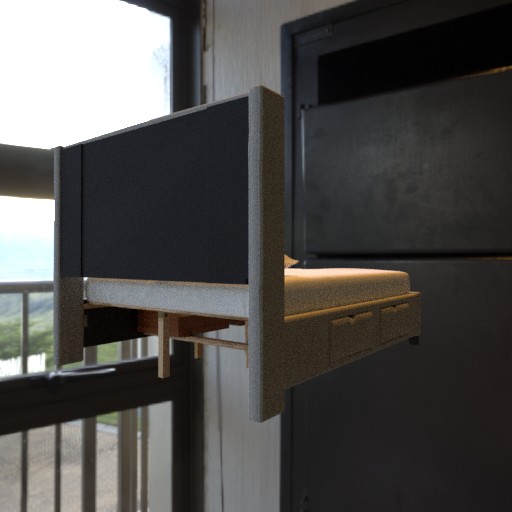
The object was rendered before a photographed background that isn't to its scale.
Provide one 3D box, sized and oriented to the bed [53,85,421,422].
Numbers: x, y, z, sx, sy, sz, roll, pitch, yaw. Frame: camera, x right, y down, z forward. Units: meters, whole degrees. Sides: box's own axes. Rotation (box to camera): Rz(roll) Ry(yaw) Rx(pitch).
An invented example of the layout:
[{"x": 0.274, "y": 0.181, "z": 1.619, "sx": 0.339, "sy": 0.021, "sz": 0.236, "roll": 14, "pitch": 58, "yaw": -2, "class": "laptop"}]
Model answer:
[{"x": 0.000, "y": 0.000, "z": 3.342, "sx": 1.774, "sy": 1.491, "sz": 2.222, "roll": 0, "pitch": -1, "yaw": 38, "class": "bed"}]
